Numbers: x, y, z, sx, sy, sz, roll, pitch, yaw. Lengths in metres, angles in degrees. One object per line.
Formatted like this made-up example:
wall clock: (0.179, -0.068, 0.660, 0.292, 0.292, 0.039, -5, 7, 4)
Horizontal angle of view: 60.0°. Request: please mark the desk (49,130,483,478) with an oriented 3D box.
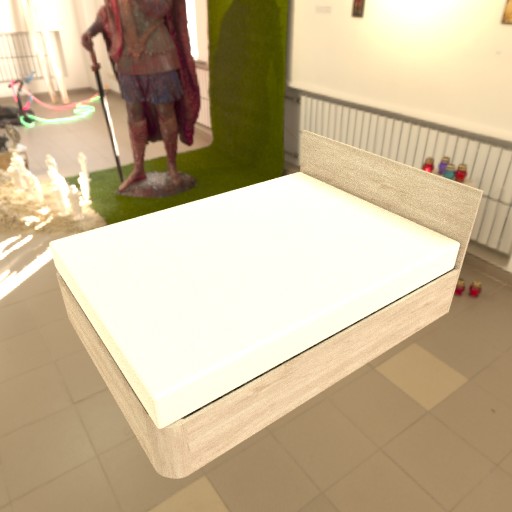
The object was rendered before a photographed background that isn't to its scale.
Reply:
desk: (0.000, 0.000, 2.513, 1.900, 0.800, 1.400, -21, 37, -30)
